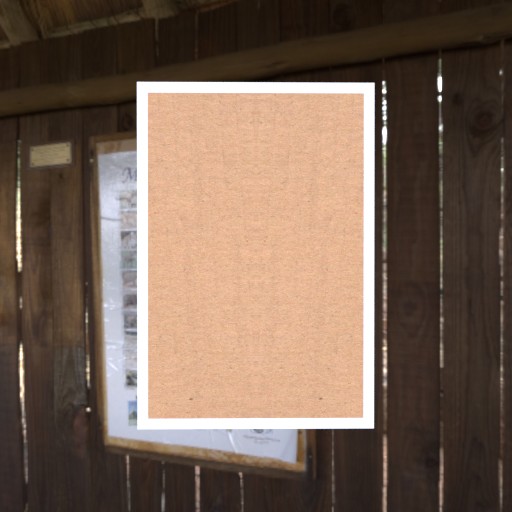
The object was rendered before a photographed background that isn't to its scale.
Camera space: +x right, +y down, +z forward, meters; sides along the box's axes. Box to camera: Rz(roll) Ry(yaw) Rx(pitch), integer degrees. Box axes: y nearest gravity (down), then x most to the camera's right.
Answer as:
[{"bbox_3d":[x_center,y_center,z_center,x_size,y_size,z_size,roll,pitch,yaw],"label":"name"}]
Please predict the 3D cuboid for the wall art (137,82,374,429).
[{"bbox_3d":[0.000,0.000,1.242,0.660,0.965,0.015,0,0,-1],"label":"wall art"}]
